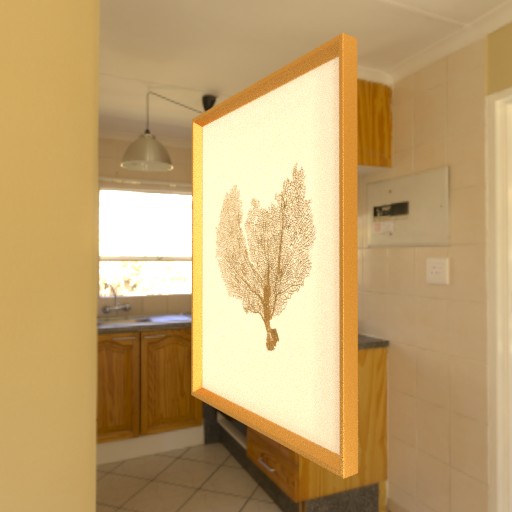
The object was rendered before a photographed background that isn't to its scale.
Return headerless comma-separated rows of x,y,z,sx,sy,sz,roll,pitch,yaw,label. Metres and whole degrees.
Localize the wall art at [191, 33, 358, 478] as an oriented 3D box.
0.000,0.000,1.067,0.038,0.812,0.610,0,-1,-35,wall art
